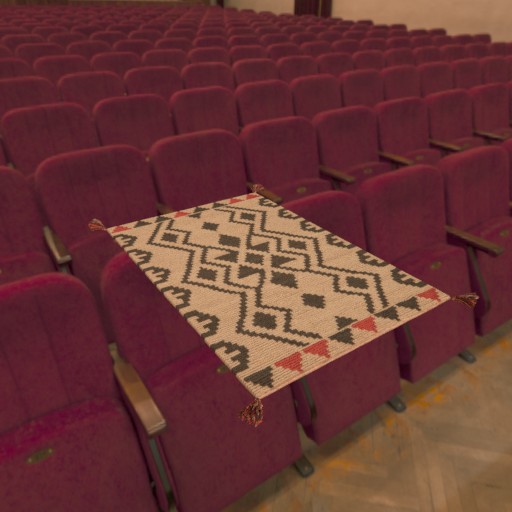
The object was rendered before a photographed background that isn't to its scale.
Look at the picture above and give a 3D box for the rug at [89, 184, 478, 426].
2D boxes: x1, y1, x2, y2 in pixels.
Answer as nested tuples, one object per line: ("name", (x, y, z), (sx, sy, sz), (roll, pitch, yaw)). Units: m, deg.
("rug", (0.000, 0.000, 2.657), (1.444, 0.067, 2.069), (-18, 34, -29))
